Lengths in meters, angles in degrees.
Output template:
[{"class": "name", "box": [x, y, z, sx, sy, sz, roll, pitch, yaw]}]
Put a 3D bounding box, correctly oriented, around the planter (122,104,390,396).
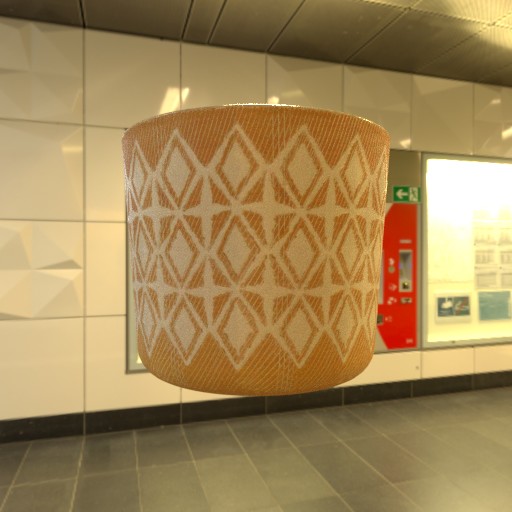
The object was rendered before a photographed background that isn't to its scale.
[{"class": "planter", "box": [0.000, 0.000, 0.333, 0.193, 0.165, 0.193, 0, 0, 0]}]
